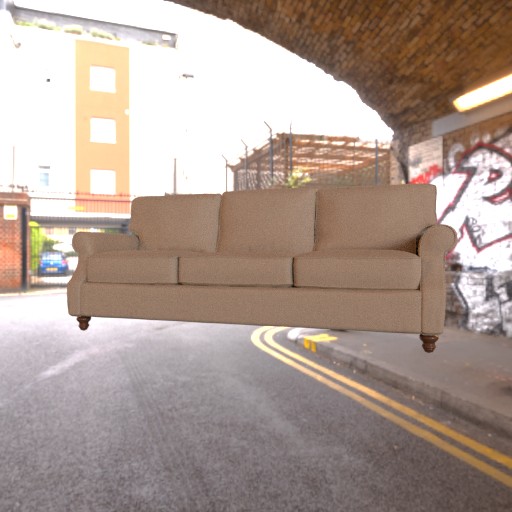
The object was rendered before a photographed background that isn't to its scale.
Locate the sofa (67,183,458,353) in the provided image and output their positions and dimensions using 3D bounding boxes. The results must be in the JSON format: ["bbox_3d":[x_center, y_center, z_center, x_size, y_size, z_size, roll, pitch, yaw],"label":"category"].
[{"bbox_3d":[0.000,0.000,2.881,2.354,0.948,0.966,0,0,18],"label":"sofa"}]
